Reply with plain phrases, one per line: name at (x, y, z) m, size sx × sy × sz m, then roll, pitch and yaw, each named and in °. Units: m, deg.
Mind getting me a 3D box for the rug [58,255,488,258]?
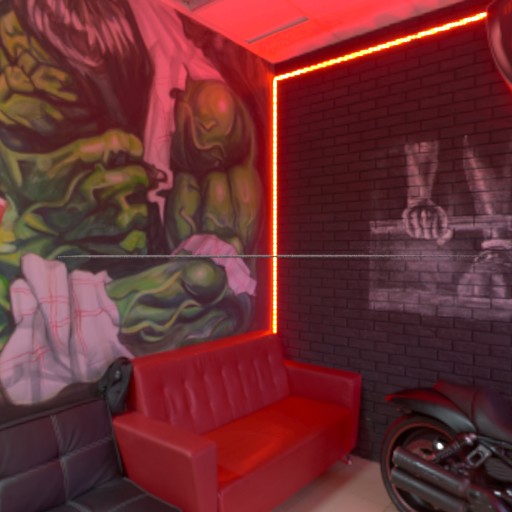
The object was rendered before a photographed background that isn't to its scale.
rug at (0.000, 0.000, 5.160) m, size 3.957 × 0.011 × 2.894 m, roll 0°, pitch 0°, yaw -18°
